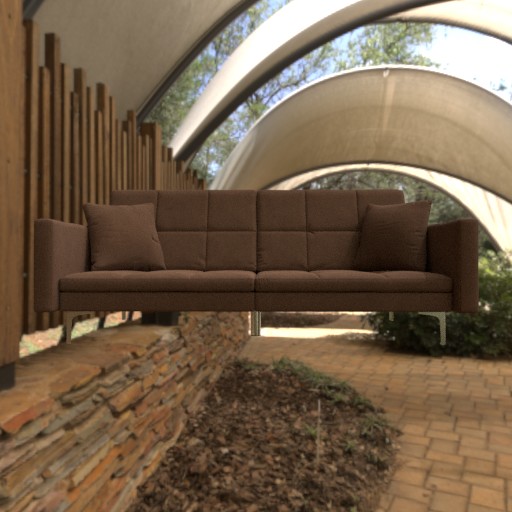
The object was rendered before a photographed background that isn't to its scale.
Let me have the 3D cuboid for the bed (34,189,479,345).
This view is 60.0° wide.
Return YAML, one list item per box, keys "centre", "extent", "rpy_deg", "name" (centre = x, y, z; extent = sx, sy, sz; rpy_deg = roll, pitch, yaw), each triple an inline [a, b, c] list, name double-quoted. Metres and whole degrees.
- centre: [0.000, 0.000, 2.323]
  extent: [1.905, 0.787, 0.889]
  rpy_deg: [0, 0, 1]
  name: "bed"
